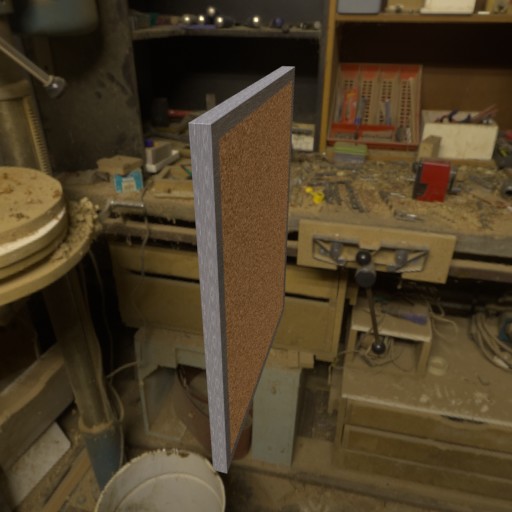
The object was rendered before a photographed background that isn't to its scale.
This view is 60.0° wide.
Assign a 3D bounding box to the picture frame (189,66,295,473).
[{"bbox_3d":[0.000,0.000,0.773,0.029,0.559,0.454,8,31,13],"label":"picture frame"}]
